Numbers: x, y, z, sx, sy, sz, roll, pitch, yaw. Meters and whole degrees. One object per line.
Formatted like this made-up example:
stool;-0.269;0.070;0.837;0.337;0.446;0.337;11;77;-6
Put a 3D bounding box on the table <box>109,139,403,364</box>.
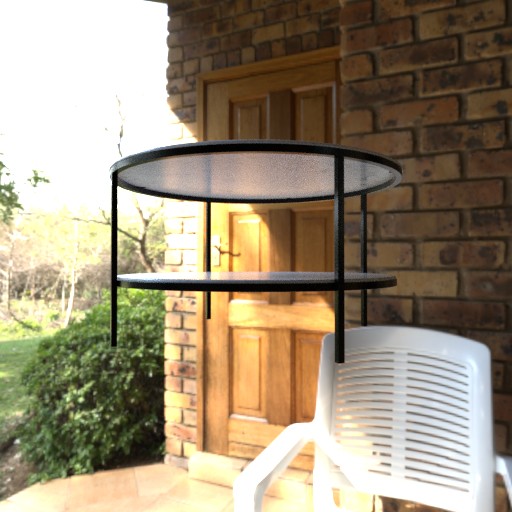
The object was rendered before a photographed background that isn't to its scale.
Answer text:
table;0.000;0.000;1.268;0.800;0.450;0.800;0;-1;0
